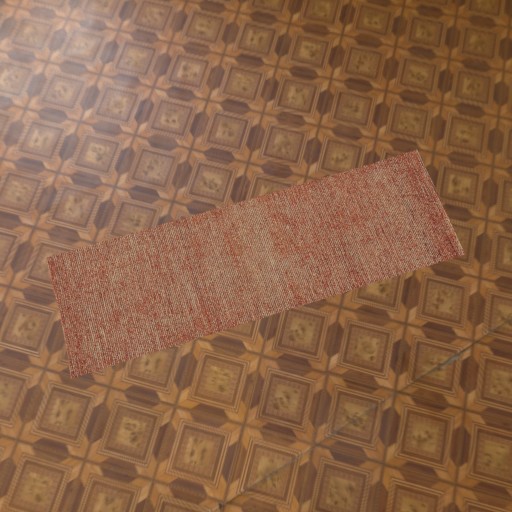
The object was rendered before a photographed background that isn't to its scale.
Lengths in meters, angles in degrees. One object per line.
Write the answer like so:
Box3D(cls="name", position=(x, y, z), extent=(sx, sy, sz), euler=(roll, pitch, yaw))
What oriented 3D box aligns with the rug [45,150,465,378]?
Box3D(cls="rug", position=(0.000, 0.000, 2.588), extent=(2.353, 0.013, 0.718), euler=(-17, 75, -5))
